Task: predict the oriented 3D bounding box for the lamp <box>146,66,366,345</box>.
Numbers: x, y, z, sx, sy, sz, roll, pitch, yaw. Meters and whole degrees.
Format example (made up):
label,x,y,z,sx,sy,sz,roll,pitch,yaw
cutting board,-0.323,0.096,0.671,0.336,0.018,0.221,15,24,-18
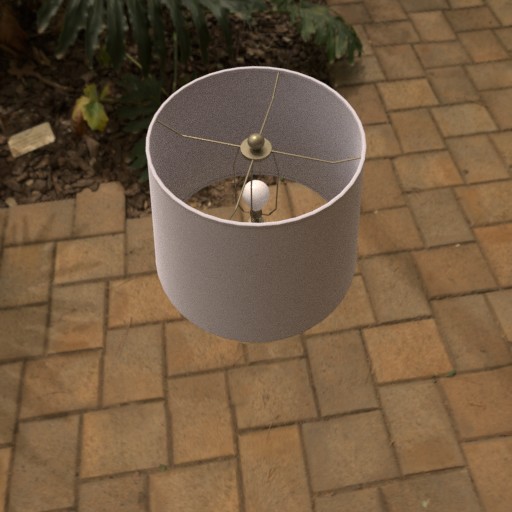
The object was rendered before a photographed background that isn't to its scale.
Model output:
label,x,y,z,sx,sy,sz,roll,pitch,yaw
lamp,0.000,0.000,0.551,0.239,0.399,0.239,0,59,0
